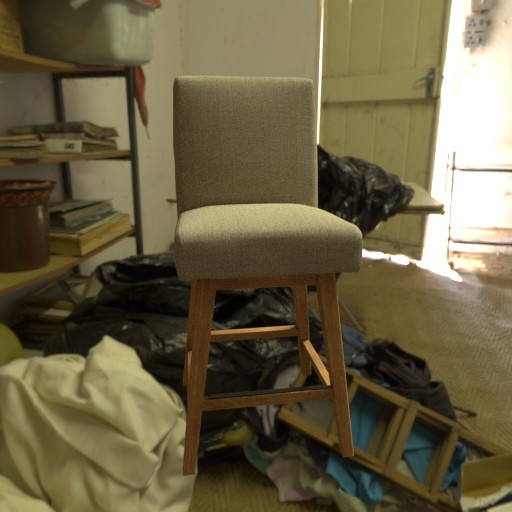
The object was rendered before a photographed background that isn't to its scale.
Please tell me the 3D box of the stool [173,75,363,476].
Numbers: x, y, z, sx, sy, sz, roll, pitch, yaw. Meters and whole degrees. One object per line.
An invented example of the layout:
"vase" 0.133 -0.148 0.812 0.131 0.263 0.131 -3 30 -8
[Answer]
"stool" 0.000 0.000 1.272 0.459 1.010 0.526 -2 16 -9
